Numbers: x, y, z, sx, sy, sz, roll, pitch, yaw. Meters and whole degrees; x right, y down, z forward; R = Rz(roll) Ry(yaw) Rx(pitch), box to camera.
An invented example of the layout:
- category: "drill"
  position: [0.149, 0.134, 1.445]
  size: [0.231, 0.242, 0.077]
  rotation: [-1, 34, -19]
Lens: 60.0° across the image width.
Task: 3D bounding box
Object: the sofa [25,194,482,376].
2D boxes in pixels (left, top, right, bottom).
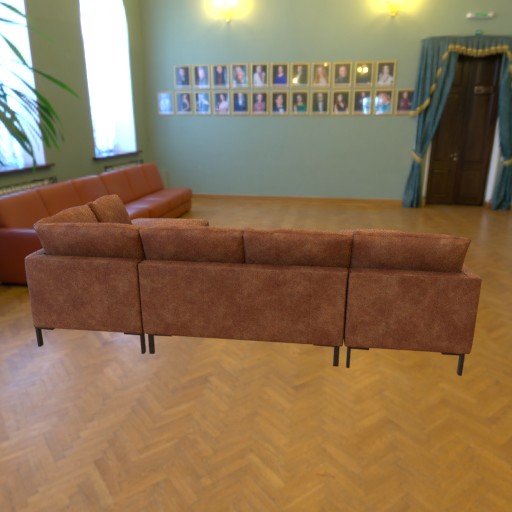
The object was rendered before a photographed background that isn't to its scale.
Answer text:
- category: "sofa"
  position: [0.000, 0.000, 3.741]
  size: [2.956, 0.900, 1.939]
  rotation: [2, 17, 7]
